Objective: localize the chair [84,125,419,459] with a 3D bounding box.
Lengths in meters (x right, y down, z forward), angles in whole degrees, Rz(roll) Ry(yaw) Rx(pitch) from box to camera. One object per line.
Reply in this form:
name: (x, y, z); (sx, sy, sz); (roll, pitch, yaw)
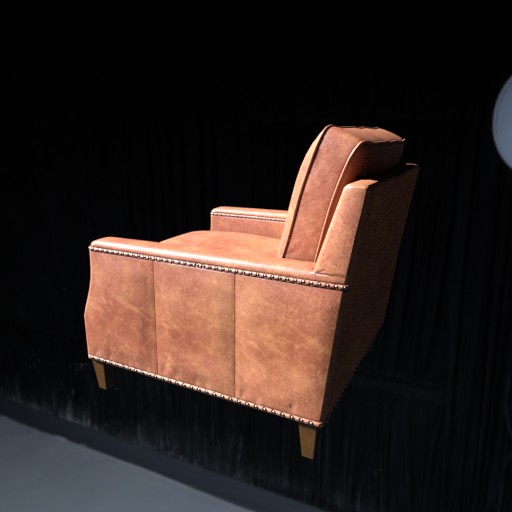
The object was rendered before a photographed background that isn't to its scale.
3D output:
chair: (0.000, 0.000, 1.685); (1.014, 0.943, 0.853); (8, 17, 26)
